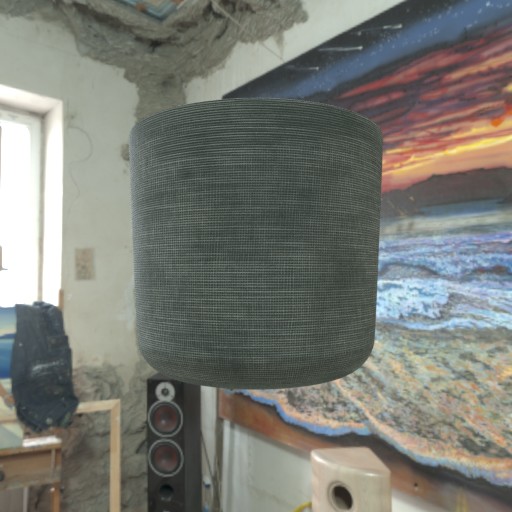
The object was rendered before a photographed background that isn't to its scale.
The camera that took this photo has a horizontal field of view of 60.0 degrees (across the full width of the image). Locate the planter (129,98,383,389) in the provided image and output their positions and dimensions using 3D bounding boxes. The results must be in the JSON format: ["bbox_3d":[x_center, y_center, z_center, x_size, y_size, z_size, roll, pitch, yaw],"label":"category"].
[{"bbox_3d":[0.000,0.000,0.791,0.440,0.398,0.440,0,-2,0],"label":"planter"}]
